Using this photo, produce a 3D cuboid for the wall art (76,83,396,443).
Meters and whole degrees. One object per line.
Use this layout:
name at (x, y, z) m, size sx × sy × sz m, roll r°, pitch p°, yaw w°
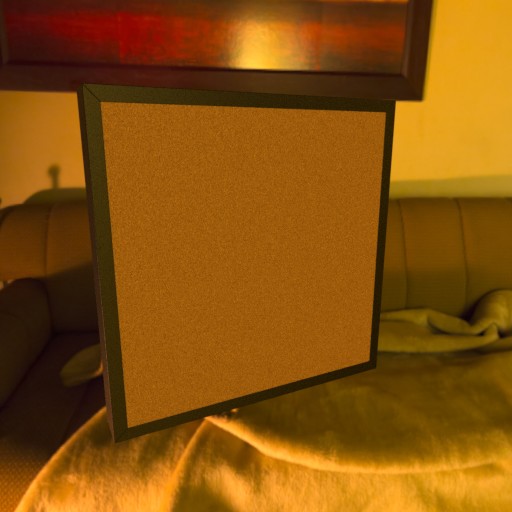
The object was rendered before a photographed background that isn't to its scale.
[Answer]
wall art at (0.000, 0.000, 0.443) m, size 0.304 × 0.304 × 0.038 m, roll -7°, pitch 16°, yaw -26°
